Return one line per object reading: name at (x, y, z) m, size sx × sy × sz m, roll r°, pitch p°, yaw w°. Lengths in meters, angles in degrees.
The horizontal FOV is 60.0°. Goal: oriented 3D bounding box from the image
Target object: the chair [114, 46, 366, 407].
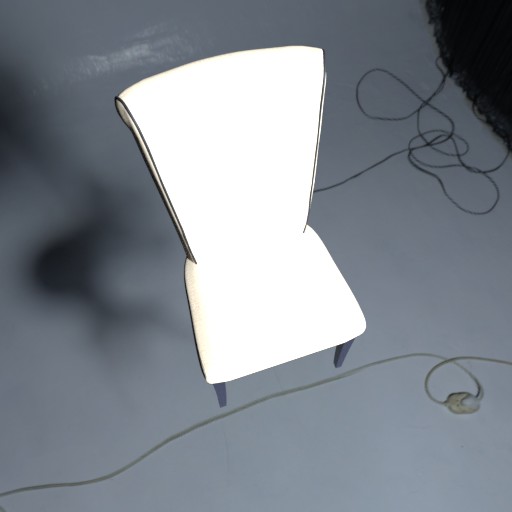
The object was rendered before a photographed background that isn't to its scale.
chair at (0.000, 0.000, 1.359) m, size 0.522 × 0.997 × 0.623 m, roll -16°, pitch 64°, yaw -8°
